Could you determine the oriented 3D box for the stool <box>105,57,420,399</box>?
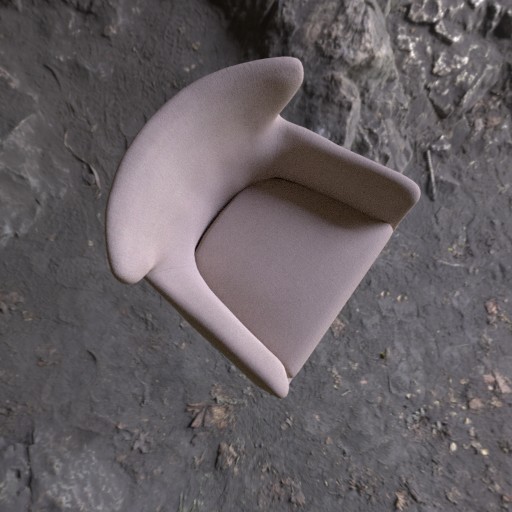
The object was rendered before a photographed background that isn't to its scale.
[{"bbox_3d":[0.000,0.000,1.312,0.570,0.951,0.601,35,76,10],"label":"stool"}]
